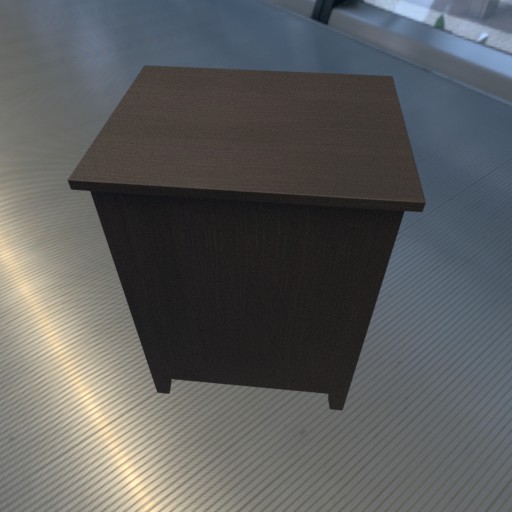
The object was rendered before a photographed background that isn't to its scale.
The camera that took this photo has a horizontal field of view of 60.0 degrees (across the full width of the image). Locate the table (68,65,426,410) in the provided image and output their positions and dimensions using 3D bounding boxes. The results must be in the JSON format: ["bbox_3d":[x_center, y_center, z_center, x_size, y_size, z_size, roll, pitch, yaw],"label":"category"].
[{"bbox_3d":[0.000,0.000,0.948,0.480,0.635,0.381,4,46,4],"label":"table"}]
